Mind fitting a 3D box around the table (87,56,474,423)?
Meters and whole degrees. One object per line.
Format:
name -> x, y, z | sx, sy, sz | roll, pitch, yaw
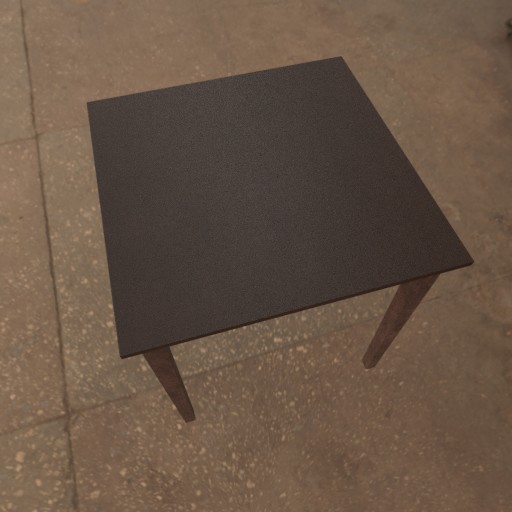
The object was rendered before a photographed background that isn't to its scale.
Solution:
table -> 0.000, 0.000, 1.402 | 0.749, 0.770, 0.749 | -14, 59, -9
